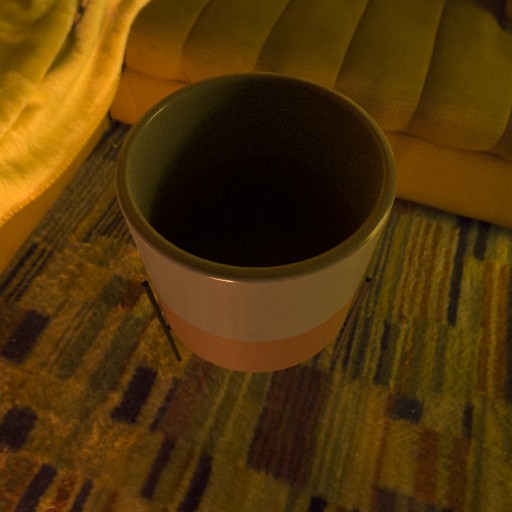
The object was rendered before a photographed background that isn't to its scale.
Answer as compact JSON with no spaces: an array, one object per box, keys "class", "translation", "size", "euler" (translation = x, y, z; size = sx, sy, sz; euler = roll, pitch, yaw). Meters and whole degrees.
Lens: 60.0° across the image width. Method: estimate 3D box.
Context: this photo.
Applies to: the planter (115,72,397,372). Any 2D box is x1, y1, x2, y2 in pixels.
[{"class":"planter","translation":[0.000,0.000,0.750],"size":[0.348,0.480,0.360],"euler":[-1,58,-1]}]
